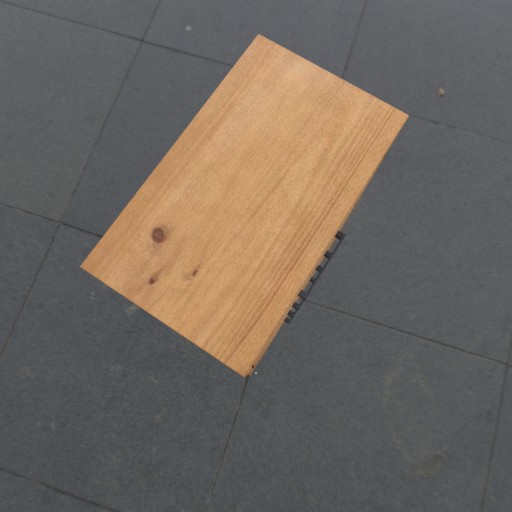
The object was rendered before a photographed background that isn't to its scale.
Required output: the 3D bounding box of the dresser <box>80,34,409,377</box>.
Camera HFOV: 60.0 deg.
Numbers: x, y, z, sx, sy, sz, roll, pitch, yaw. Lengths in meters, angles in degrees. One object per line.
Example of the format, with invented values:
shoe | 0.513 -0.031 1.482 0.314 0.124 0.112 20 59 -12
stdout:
dresser | 0.000 0.000 1.660 0.479 1.240 0.761 32 78 8
